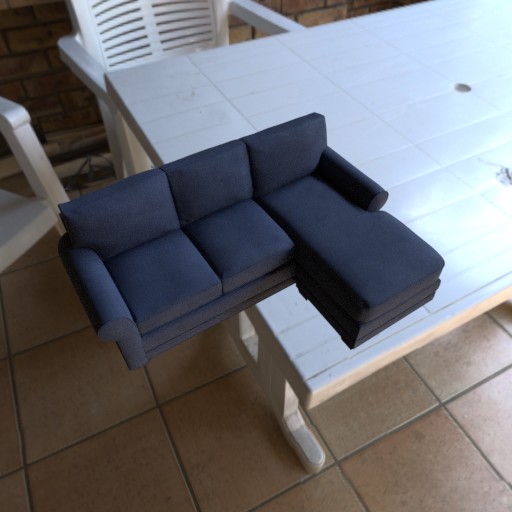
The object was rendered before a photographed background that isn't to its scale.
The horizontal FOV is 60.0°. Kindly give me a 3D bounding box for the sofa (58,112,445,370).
[{"bbox_3d":[0.000,0.000,3.442,2.567,1.063,1.780,-26,53,-21],"label":"sofa"}]
